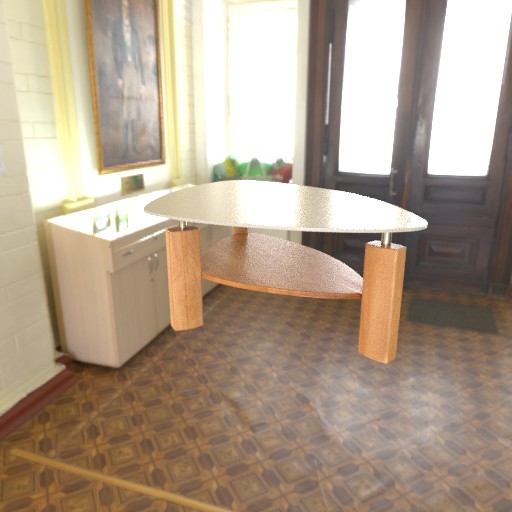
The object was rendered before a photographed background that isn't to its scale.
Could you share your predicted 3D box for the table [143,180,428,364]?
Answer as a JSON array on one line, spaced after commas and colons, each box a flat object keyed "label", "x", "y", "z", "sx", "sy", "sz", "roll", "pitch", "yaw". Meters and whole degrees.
[{"label": "table", "x": 0.000, "y": 0.000, "z": 1.726, "sx": 0.850, "sy": 0.440, "sz": 1.250, "roll": -8, "pitch": 18, "yaw": -26}]
